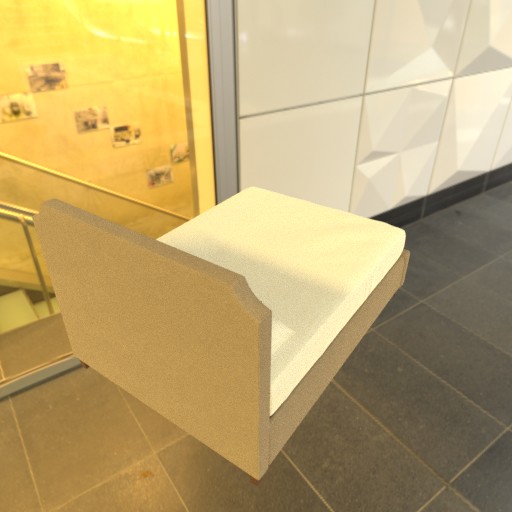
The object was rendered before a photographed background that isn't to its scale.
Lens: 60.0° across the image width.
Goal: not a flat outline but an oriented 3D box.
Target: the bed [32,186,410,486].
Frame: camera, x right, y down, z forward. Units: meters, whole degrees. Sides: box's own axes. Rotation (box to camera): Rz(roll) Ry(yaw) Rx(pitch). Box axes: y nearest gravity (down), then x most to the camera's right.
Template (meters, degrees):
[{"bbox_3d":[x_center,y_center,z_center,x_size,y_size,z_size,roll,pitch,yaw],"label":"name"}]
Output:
[{"bbox_3d":[0.000,0.000,3.381,1.703,1.415,2.329,21,38,29],"label":"bed"}]
